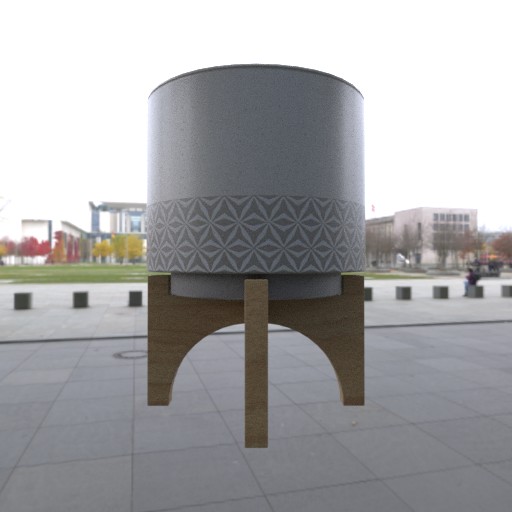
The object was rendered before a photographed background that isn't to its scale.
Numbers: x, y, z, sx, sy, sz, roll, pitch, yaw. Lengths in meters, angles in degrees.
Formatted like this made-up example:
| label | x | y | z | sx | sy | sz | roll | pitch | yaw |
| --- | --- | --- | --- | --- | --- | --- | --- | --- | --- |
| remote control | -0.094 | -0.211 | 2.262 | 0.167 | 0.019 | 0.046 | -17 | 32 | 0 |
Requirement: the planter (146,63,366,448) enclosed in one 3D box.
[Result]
| label | x | y | z | sx | sy | sz | roll | pitch | yaw |
| --- | --- | --- | --- | --- | --- | --- | --- | --- | --- |
| planter | 0.000 | 0.000 | 0.518 | 0.249 | 0.343 | 0.249 | 0 | -1 | 0 |
